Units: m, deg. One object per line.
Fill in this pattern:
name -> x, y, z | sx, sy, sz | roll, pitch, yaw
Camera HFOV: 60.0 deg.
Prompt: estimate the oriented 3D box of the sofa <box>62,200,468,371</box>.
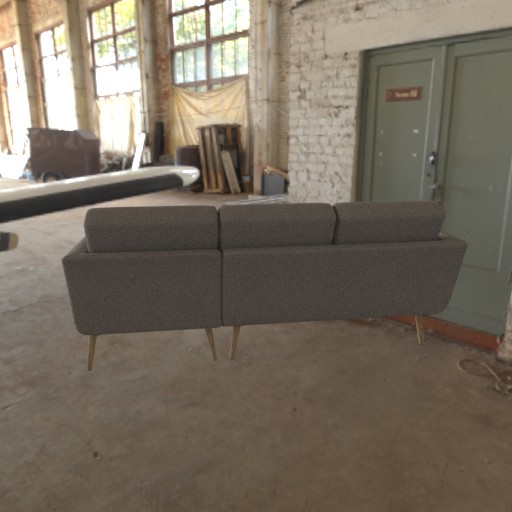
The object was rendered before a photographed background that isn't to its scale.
sofa -> 0.000, 0.000, 2.891 | 2.040, 0.860, 1.530 | -2, 15, -8
